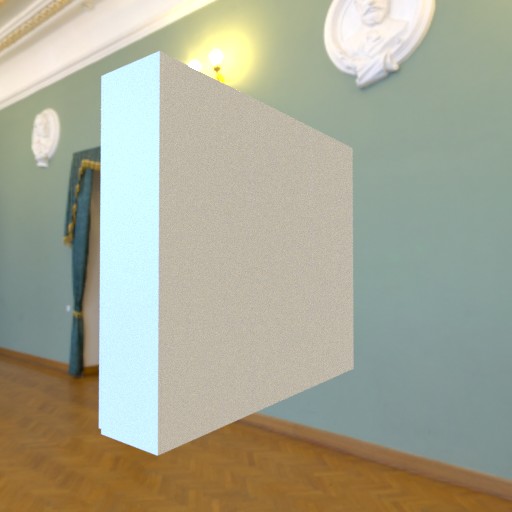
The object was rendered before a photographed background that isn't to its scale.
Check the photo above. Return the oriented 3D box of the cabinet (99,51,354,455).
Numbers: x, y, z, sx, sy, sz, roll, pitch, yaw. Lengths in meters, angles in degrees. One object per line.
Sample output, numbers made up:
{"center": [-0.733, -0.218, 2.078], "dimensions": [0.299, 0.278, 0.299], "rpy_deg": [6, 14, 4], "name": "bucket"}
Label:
{"center": [0.000, 0.000, 3.852], "dimensions": [0.590, 2.370, 2.700], "rpy_deg": [-1, -2, 37], "name": "cabinet"}
